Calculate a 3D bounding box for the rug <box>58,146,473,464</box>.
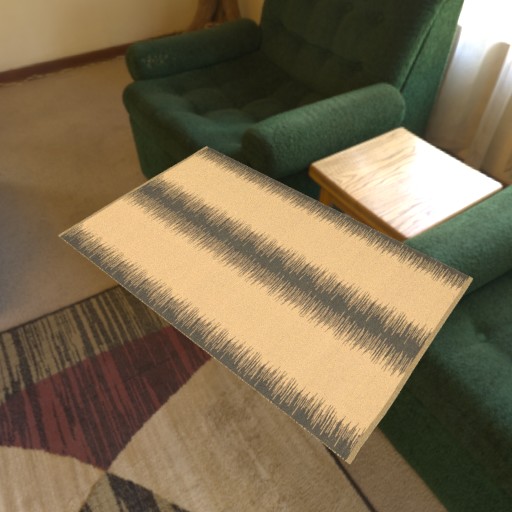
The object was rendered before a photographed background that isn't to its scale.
[{"bbox_3d":[0.000,0.000,3.042,2.453,0.003,1.519,31,54,26],"label":"rug"}]
